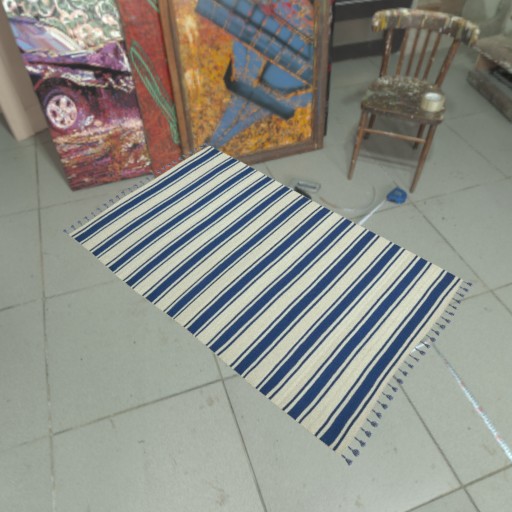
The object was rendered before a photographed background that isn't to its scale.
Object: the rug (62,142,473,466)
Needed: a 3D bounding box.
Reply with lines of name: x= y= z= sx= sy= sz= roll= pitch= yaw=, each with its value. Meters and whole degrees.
rug: x=0.000 y=0.000 z=2.578 sx=2.108 sy=0.009 sz=1.248 roll=33 pitch=56 yaw=26
